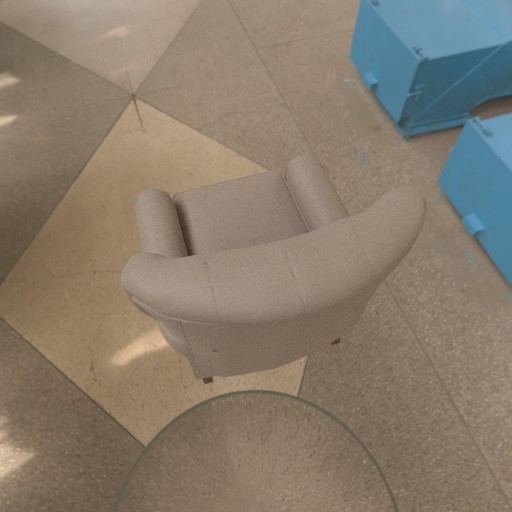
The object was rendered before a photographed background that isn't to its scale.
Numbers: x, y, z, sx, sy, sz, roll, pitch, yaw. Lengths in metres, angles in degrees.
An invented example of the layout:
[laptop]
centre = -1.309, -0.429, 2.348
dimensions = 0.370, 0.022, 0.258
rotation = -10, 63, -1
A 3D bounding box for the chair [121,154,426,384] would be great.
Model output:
[chair]
centre = 0.000, 0.000, 1.927
dimensions = 0.999, 1.138, 1.041
rotation = -15, 59, -9
